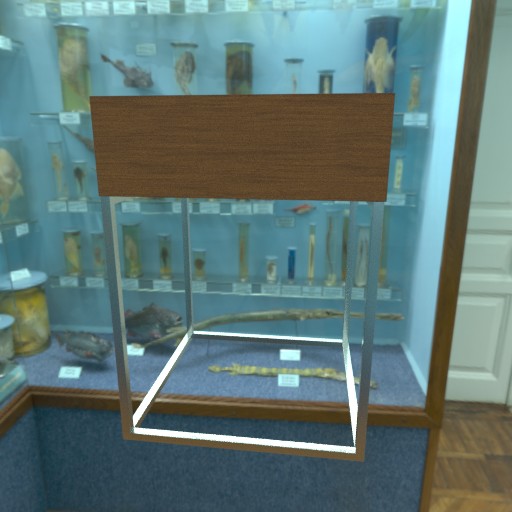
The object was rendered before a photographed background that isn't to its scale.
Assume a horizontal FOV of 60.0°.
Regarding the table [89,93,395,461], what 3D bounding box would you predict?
[{"bbox_3d":[0.000,0.000,0.830,0.397,0.540,0.398,2,16,7],"label":"table"}]
